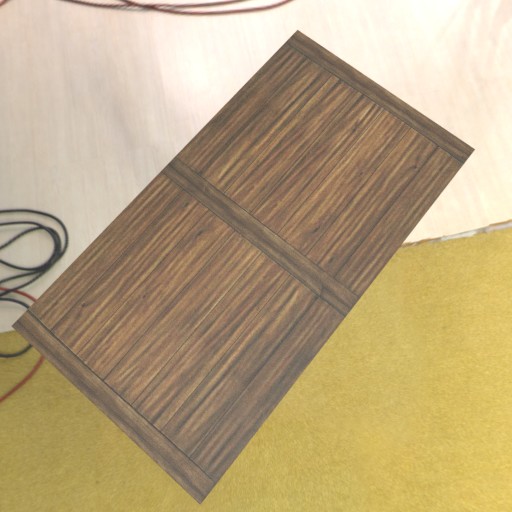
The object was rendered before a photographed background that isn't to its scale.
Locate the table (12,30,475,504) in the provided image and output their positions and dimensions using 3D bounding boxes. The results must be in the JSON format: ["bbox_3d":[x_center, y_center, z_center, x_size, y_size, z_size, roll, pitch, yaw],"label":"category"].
[{"bbox_3d":[0.000,0.000,2.374,1.071,0.793,1.966,39,78,10],"label":"table"}]
